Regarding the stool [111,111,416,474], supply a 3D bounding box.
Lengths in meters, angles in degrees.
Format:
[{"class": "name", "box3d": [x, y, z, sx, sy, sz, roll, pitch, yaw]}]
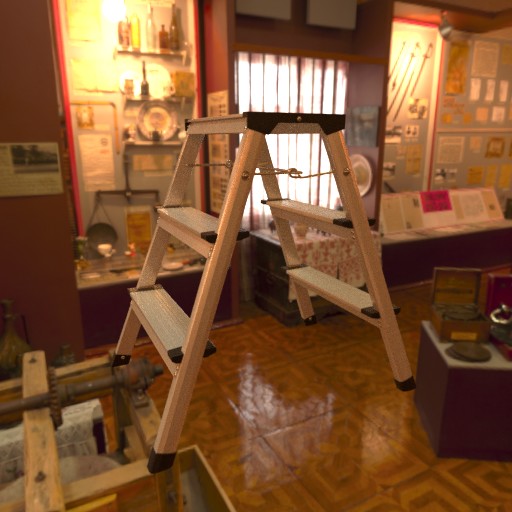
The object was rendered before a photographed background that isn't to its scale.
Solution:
[{"class": "stool", "box3d": [0.000, 0.000, 1.007, 0.622, 0.605, 0.437, -7, 16, -25]}]
